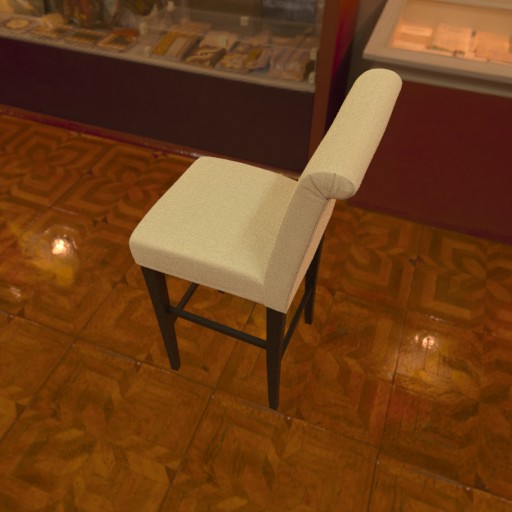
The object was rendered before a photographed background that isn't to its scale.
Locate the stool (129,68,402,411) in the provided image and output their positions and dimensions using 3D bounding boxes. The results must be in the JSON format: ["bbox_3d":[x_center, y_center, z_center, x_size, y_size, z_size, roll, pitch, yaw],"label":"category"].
[{"bbox_3d":[0.000,0.000,1.416,0.597,1.124,0.452,18,50,15],"label":"stool"}]
